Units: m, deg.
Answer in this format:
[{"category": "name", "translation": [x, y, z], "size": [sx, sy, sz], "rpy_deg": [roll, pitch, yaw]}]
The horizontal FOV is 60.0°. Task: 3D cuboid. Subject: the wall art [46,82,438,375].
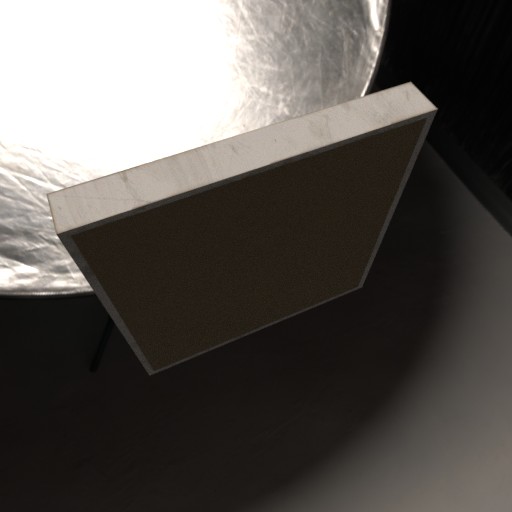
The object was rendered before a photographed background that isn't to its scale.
[{"category": "wall art", "translation": [0.000, 0.000, 0.462], "size": [0.305, 0.303, 0.038], "rpy_deg": [-21, 60, -13]}]
